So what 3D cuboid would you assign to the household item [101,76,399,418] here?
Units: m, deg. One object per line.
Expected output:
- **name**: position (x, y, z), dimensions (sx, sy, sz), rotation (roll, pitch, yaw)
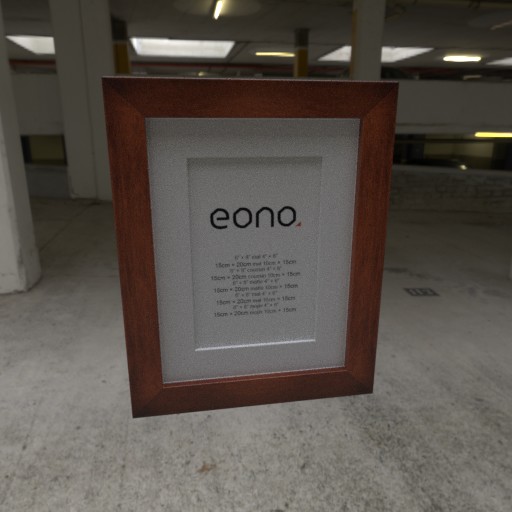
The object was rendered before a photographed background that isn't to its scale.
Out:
- **household item**: position (0.000, 0.000, 0.338), dimensions (0.200, 0.250, 0.020), rotation (-3, 17, -9)
